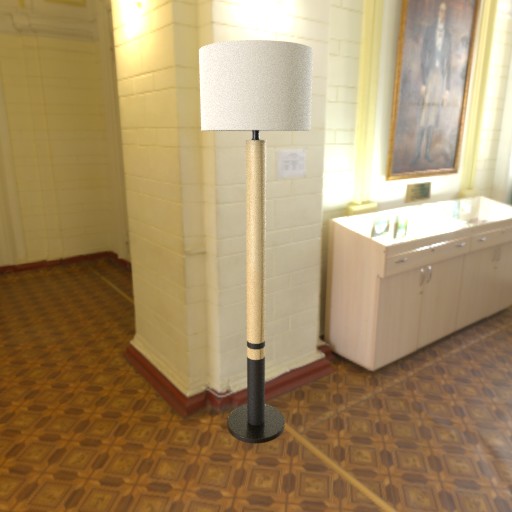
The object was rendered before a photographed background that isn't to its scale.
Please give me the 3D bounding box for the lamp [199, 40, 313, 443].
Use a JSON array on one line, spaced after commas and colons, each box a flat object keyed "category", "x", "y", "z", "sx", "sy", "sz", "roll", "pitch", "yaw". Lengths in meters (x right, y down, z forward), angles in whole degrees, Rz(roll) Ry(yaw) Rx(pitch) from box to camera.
[{"category": "lamp", "x": 0.000, "y": 0.000, "z": 1.682, "sx": 0.381, "sy": 1.478, "sz": 0.381, "roll": 2, "pitch": 16, "yaw": 8}]
